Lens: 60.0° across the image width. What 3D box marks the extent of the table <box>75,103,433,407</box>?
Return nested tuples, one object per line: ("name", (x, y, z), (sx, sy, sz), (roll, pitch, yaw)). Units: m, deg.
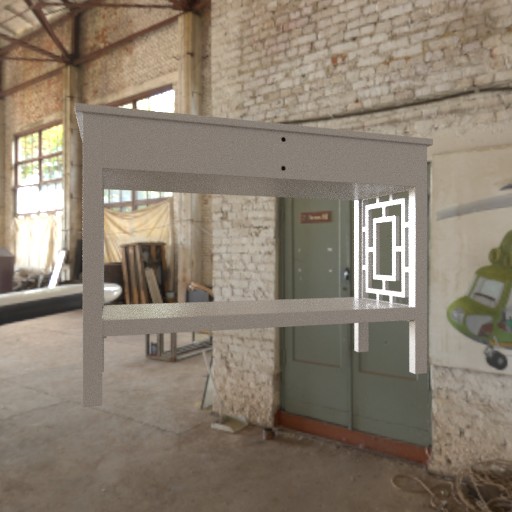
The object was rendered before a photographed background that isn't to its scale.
("table", (0.000, 0.000, 1.444), (1.068, 0.753, 0.397), (0, 0, -18))
